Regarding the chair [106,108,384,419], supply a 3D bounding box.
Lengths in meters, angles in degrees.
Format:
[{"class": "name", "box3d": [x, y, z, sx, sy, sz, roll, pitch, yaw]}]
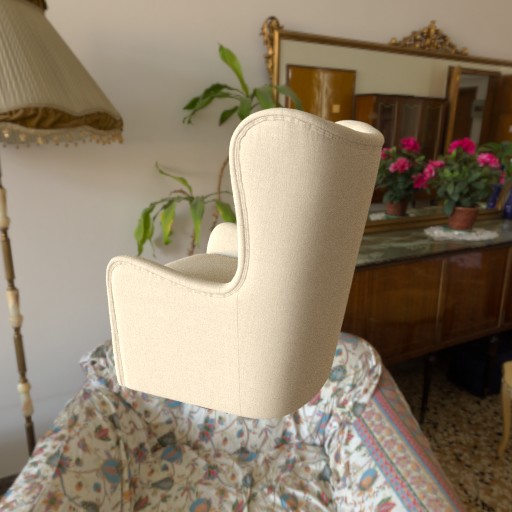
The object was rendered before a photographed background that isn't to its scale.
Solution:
[{"class": "chair", "box3d": [0.000, 0.000, 1.804, 0.929, 1.079, 0.831, 7, 16, 25]}]
